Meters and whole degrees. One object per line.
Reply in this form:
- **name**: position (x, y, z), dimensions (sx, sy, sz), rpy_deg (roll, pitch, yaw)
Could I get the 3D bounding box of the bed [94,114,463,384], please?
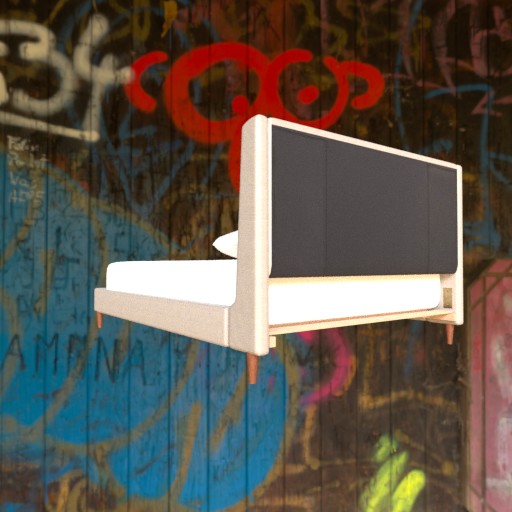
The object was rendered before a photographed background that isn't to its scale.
- **bed**: position (0.000, 0.000, 3.224), dimensions (1.656, 1.147, 2.232), rpy_deg (1, -1, -37)
